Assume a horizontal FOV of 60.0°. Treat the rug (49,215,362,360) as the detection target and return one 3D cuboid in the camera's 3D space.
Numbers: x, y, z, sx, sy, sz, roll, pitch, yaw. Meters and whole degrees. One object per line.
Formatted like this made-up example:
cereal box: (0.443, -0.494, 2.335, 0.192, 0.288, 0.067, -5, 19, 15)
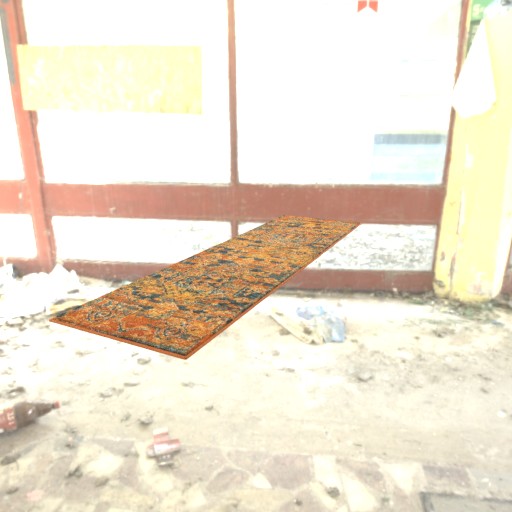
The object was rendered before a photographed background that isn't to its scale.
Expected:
rug: (0.000, 0.000, 2.544, 0.651, 0.016, 2.274, 8, 19, 26)
